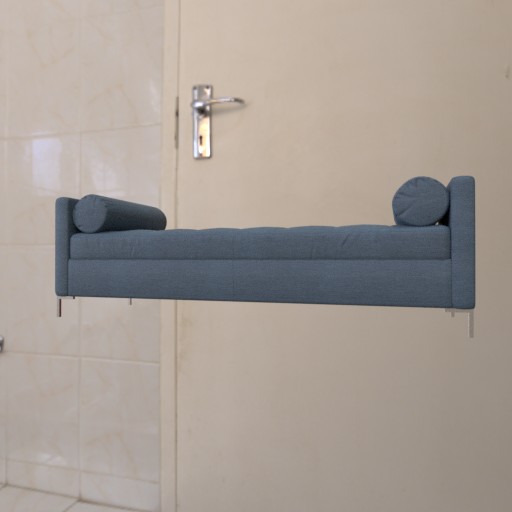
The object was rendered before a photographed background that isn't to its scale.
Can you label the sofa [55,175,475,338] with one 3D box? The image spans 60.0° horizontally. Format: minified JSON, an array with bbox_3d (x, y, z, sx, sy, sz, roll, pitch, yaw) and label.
[{"bbox_3d":[0.000,0.000,2.313,1.981,0.635,0.686,0,0,18],"label":"sofa"}]
